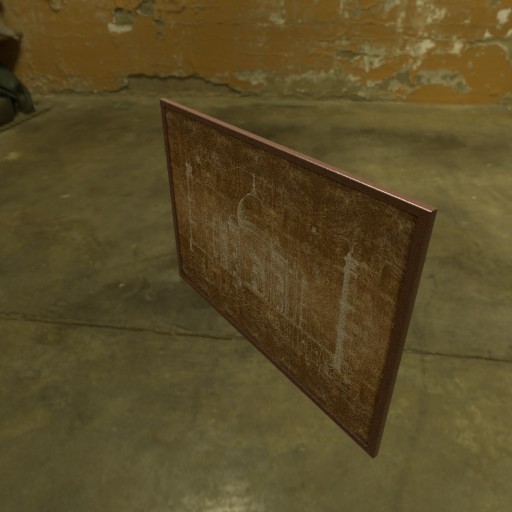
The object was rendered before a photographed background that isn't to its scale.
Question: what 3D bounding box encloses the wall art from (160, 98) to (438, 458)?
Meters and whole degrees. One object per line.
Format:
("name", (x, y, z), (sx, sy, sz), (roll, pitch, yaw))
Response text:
("wall art", (0.000, 0.000, 0.836), (0.014, 0.455, 0.660), (-22, 38, -31))
